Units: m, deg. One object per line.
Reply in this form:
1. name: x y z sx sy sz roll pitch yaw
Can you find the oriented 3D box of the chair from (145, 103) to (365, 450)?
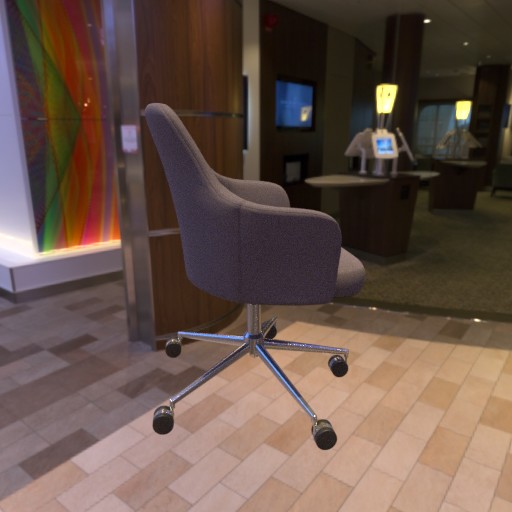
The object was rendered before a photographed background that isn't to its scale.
1. chair: 0.000 0.000 1.270 0.600 0.820 0.655 -2 16 -8
